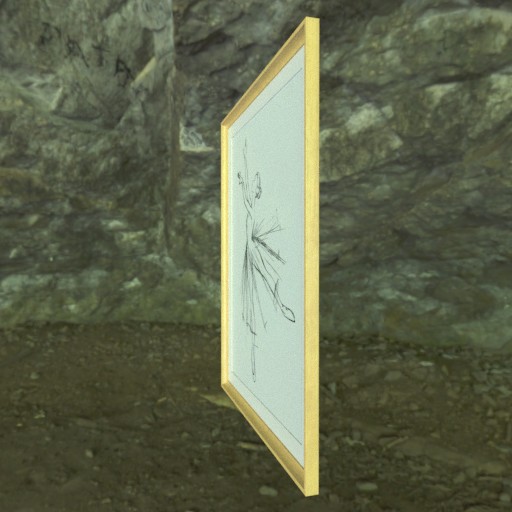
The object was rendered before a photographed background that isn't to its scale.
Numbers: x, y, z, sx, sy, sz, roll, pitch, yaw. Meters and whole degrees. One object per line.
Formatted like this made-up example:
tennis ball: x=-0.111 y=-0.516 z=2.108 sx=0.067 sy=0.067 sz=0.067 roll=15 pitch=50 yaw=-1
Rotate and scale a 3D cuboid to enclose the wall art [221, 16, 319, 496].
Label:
wall art: x=0.000 y=0.000 z=1.310 sx=0.030 sy=1.002 sz=0.798 roll=0 pitch=1 yaw=-17
